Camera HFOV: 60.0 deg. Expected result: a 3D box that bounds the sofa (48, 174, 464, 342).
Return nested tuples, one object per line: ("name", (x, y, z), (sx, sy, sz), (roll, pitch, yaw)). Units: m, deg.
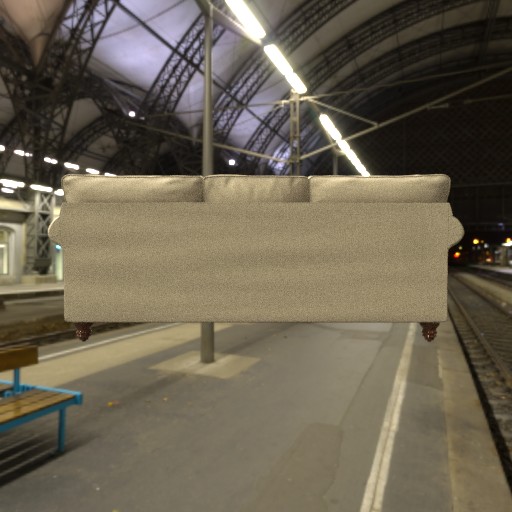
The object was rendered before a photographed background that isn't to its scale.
("sofa", (0.000, 0.000, 2.715), (2.118, 0.889, 0.998), (0, 0, 0))
